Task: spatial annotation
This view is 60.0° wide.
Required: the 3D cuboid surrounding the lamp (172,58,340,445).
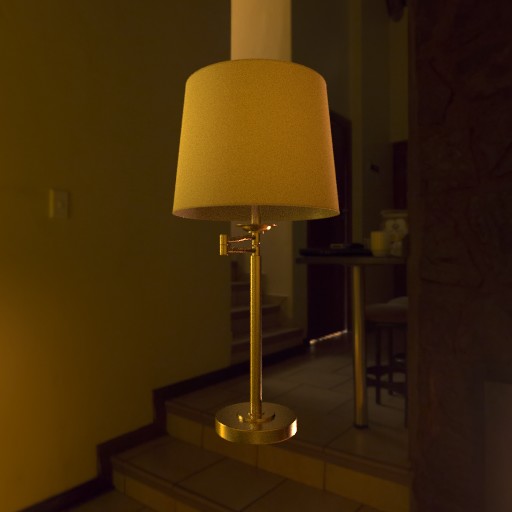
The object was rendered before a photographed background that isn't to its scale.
[{"bbox_3d":[0.000,0.000,0.898,0.333,0.696,0.333,0,0,0],"label":"lamp"}]
